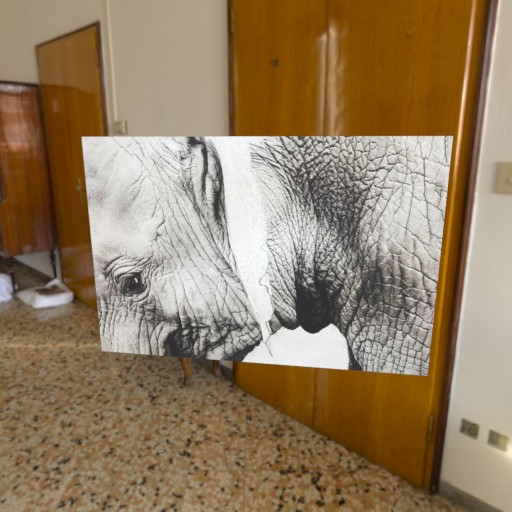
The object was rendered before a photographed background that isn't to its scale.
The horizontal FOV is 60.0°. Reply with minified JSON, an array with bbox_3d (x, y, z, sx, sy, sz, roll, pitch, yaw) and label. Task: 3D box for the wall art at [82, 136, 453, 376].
[{"bbox_3d":[0.000,0.000,1.166,0.914,0.607,0.023,2,15,9],"label":"wall art"}]
